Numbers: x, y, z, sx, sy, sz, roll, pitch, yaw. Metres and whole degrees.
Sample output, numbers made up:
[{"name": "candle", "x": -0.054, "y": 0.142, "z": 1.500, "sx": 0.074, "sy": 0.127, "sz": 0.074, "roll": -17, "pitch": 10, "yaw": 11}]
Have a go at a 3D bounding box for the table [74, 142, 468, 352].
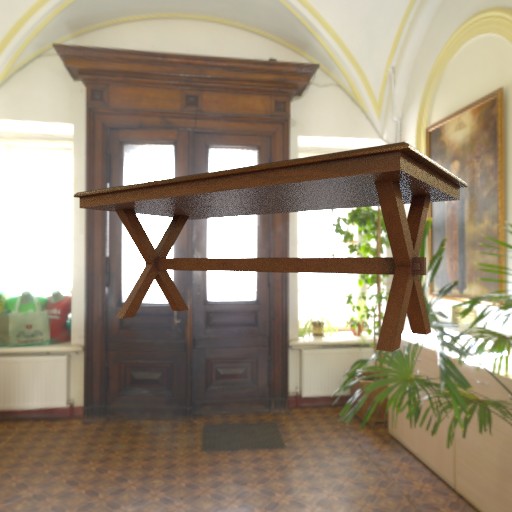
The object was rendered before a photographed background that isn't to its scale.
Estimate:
[{"name": "table", "x": 0.000, "y": 0.000, "z": 1.489, "sx": 1.197, "sy": 0.459, "sz": 0.594, "roll": 0, "pitch": -1, "yaw": 36}]
